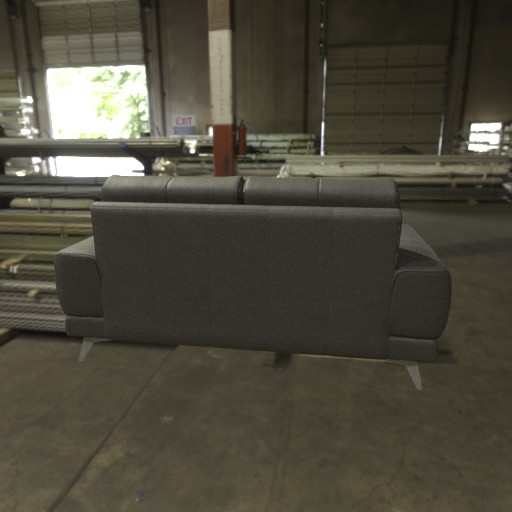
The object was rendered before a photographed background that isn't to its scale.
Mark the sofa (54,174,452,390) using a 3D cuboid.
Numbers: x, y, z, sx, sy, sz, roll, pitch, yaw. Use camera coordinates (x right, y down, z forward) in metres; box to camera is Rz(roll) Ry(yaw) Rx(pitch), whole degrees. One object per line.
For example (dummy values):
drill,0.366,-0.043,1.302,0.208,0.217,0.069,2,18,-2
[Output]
sofa,0.000,0.000,2.408,1.806,0.907,1.018,2,15,9
